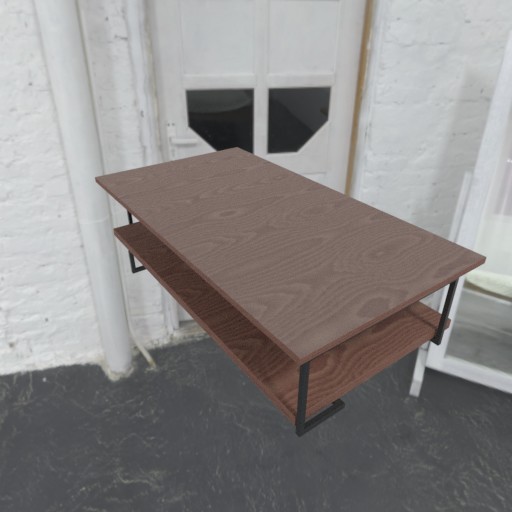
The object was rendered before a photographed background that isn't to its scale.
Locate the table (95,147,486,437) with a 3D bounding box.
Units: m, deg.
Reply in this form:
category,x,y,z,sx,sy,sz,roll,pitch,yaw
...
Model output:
category,x,y,z,sx,sy,sz,roll,pitch,yaw
table,0.000,0.000,1.521,0.651,0.347,1.197,-20,36,-30
